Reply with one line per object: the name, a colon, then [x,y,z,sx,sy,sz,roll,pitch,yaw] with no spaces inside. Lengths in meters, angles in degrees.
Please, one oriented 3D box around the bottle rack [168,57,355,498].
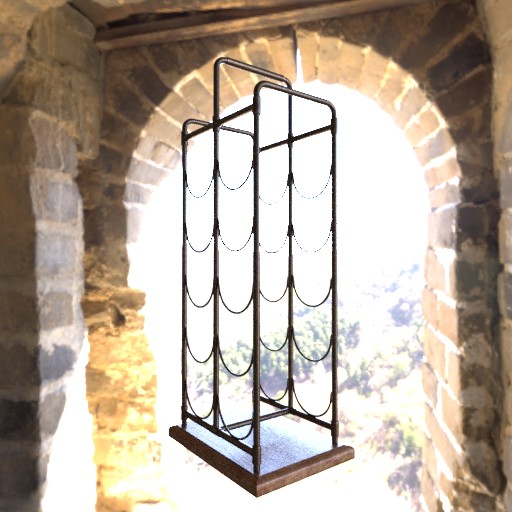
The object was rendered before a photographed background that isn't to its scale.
bottle rack: [0.000,0.000,0.793,0.208,0.680,0.276,0,-1,-37]
